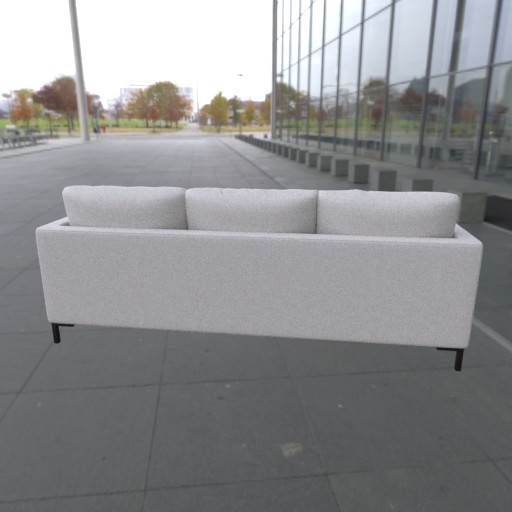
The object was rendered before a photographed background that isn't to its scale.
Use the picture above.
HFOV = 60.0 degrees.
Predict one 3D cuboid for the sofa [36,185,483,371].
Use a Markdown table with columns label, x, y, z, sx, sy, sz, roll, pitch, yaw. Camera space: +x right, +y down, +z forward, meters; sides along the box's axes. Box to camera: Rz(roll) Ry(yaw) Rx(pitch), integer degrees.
| label | x | y | z | sx | sy | sz | roll | pitch | yaw |
| --- | --- | --- | --- | --- | --- | --- | --- | --- | --- |
| sofa | 0.000 | 0.000 | 2.616 | 2.218 | 0.874 | 0.859 | 2 | 17 | 7 |
